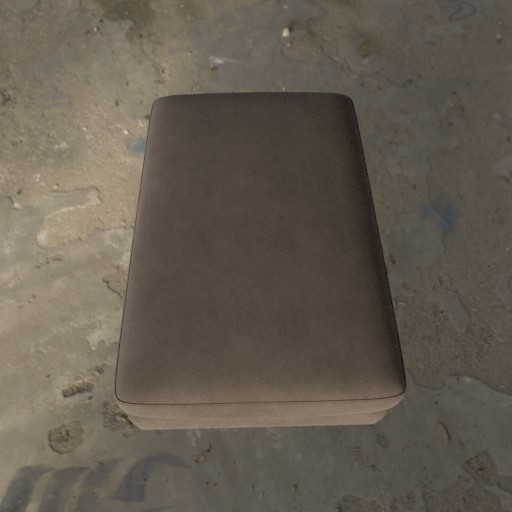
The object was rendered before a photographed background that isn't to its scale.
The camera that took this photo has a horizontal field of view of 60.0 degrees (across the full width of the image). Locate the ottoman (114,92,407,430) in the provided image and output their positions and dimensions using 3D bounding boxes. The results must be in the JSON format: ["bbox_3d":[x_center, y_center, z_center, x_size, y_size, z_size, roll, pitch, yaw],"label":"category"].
[{"bbox_3d":[0.000,0.000,1.193,0.584,0.483,0.864,-1,60,-1],"label":"ottoman"}]
